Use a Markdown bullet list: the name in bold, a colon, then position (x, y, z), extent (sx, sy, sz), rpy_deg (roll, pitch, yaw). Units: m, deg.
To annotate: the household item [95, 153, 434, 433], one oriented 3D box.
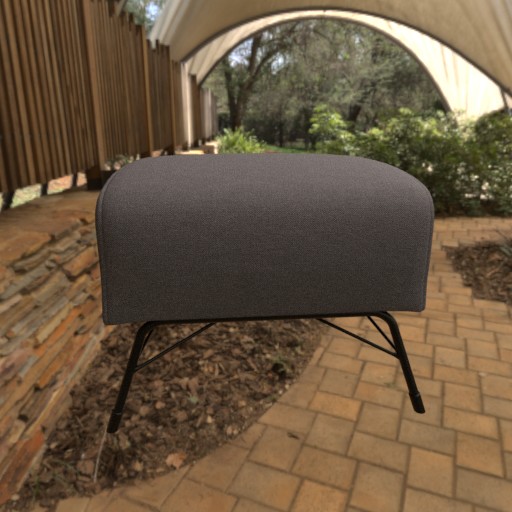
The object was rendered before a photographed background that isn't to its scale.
- **household item**: position (0.000, 0.000, 0.915), extent (0.530, 0.410, 0.530), rpy_deg (-2, 17, -5)
